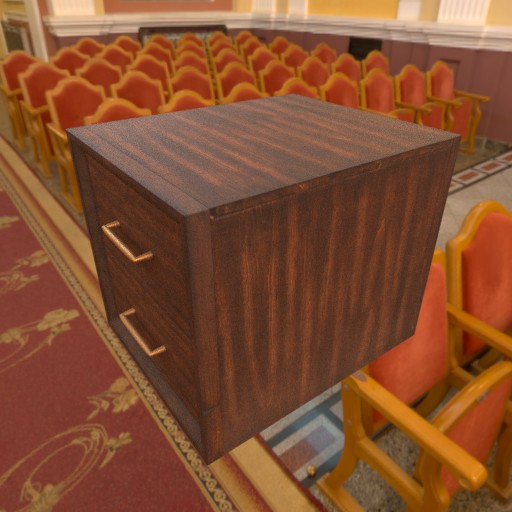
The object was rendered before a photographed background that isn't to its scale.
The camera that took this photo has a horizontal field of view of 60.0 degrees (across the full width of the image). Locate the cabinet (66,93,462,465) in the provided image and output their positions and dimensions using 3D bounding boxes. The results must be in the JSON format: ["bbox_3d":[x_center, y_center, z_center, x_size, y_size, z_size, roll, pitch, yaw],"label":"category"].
[{"bbox_3d":[0.000,0.000,0.817,0.500,0.455,0.402,-21,37,-31],"label":"cabinet"}]
